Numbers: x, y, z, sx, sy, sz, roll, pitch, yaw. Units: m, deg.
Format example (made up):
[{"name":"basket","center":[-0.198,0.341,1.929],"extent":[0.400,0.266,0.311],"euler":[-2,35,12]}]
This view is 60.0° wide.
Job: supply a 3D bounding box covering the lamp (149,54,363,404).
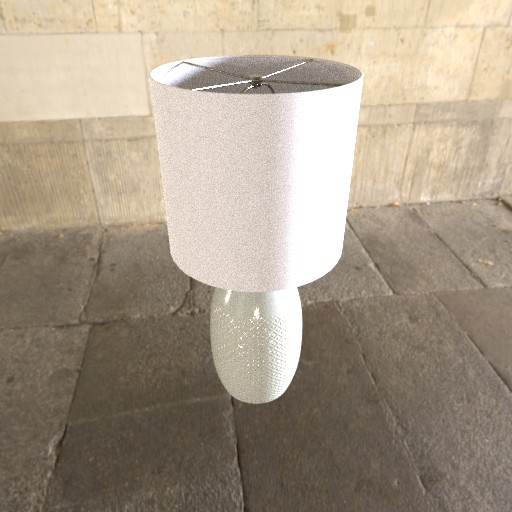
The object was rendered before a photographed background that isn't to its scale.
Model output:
[{"name":"lamp","center":[0.000,0.000,0.578],"extent":[0.217,0.453,0.217],"euler":[22,39,31]}]
